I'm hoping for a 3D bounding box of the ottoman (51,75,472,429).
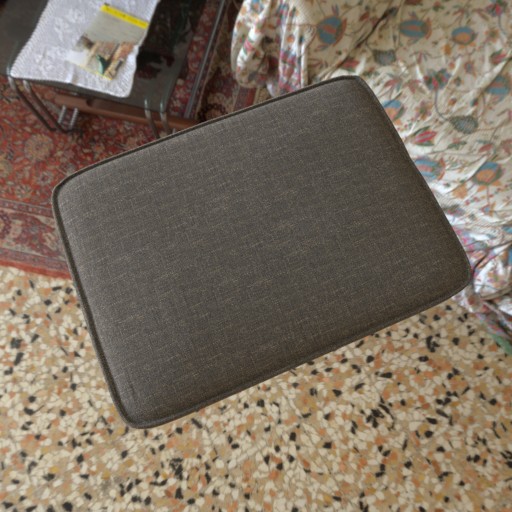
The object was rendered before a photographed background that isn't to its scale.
[{"bbox_3d":[0.000,0.000,1.070,0.749,0.450,0.549,-22,76,-6],"label":"ottoman"}]
